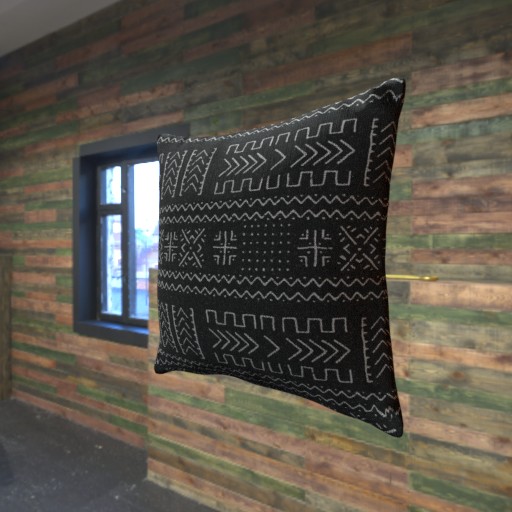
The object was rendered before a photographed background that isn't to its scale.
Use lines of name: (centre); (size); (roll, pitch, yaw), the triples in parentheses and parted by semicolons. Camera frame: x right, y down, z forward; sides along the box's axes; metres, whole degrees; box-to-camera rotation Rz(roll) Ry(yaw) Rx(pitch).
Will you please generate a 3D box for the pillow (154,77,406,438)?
pillow: (0.000, 0.000, 0.654); (0.438, 0.430, 0.164); (1, 1, 36)
